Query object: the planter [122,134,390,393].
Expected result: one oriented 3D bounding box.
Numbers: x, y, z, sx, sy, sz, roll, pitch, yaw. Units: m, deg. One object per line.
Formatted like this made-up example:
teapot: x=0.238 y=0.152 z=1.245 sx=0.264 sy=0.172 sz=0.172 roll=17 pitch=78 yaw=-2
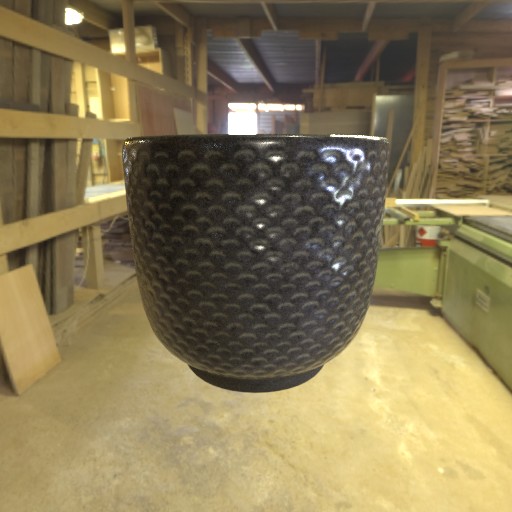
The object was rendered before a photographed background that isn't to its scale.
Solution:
planter: x=0.000 y=0.000 z=0.253 sx=0.140 sy=0.129 sz=0.140 roll=0 pitch=13 yaw=0
